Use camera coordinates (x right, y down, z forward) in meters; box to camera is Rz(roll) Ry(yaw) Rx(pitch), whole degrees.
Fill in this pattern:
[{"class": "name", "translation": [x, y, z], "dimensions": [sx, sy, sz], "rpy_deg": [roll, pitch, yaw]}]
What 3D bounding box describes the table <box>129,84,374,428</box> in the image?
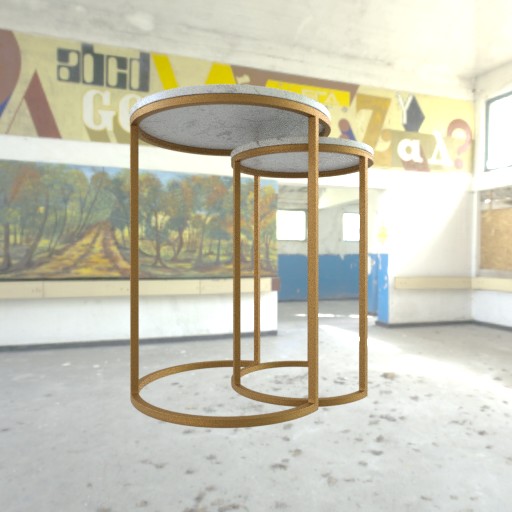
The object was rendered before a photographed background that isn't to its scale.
[{"class": "table", "translation": [0.000, 0.000, 0.925], "dimensions": [0.507, 0.550, 0.400], "rpy_deg": [0, 0, -18]}]
